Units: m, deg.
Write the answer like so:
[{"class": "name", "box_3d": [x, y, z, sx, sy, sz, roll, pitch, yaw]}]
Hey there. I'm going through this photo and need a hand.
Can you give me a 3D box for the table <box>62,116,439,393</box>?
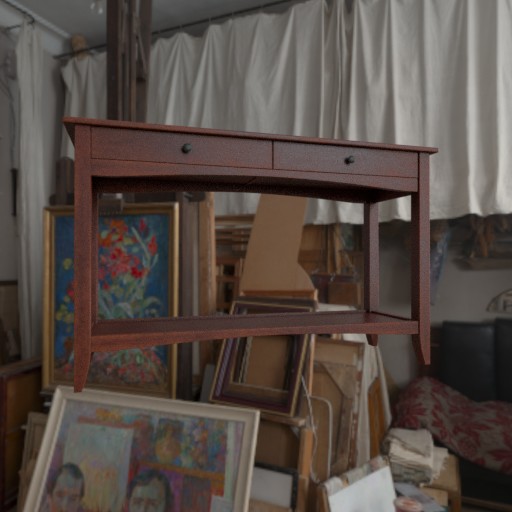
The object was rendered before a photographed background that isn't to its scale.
[{"class": "table", "box_3d": [0.000, 0.000, 1.527, 1.188, 0.739, 0.392, 0, 0, -17]}]
